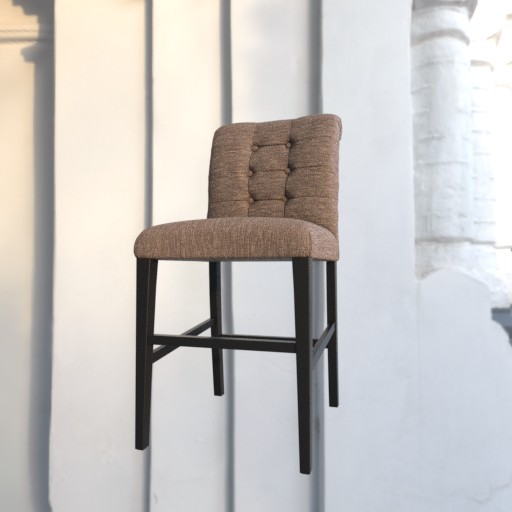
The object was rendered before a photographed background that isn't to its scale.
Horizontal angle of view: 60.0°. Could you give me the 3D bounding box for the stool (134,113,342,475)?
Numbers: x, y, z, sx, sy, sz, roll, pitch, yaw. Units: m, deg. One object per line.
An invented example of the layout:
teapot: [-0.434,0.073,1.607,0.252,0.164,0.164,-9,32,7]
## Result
stool: [0.000,0.000,1.319,0.457,0.970,0.611,0,-2,18]
